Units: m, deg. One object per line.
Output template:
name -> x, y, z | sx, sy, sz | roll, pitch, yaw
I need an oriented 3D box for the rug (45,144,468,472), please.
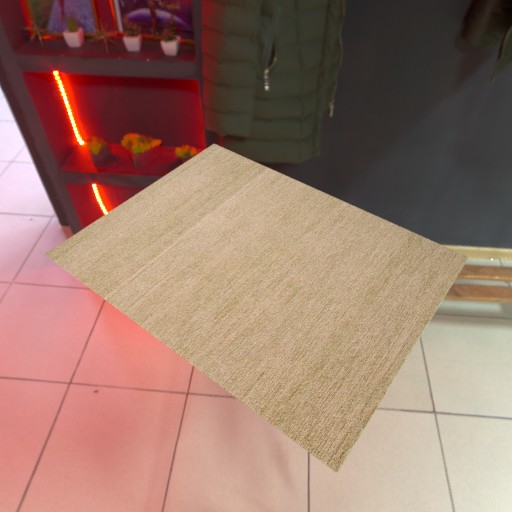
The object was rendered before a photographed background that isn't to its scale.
rug -> 0.000, 0.000, 4.195 | 3.198, 0.016, 2.425 | 29, 53, 25
